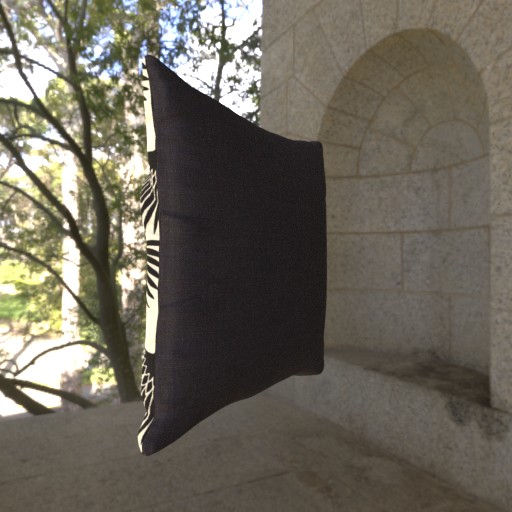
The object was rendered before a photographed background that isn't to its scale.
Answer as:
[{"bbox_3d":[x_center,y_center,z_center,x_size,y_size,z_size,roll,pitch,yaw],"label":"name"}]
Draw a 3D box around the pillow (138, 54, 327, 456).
[{"bbox_3d":[0.000,0.000,0.654,0.139,0.432,0.432,-1,-1,34],"label":"pillow"}]
